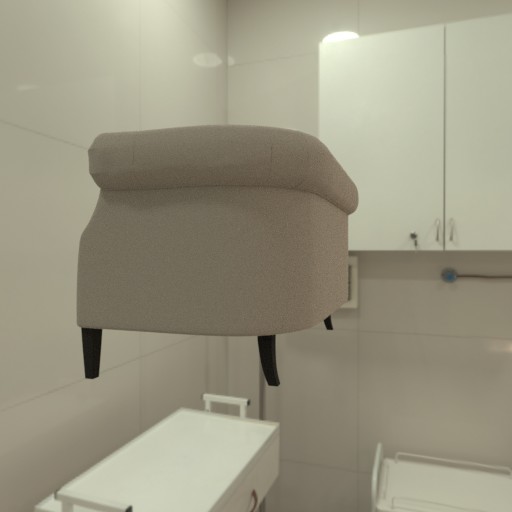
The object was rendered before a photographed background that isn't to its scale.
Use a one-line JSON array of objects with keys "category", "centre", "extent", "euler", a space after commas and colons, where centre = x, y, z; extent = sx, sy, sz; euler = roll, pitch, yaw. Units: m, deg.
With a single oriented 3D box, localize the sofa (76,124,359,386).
[{"category": "sofa", "centre": [0.000, 0.000, 2.032], "extent": [0.835, 0.827, 1.558], "euler": [0, 0, 19]}]
